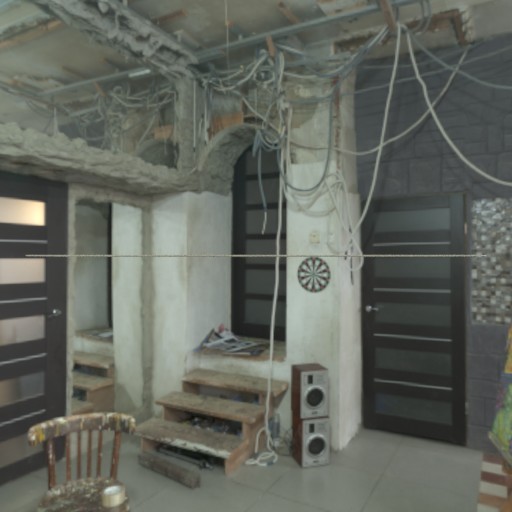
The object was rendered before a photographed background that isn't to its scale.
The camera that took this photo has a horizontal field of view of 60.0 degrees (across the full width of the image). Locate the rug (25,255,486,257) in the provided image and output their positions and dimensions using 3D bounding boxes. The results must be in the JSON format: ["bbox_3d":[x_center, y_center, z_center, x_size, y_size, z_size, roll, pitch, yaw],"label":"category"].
[{"bbox_3d":[0.000,0.000,2.719,2.431,0.006,0.806,0,0,0],"label":"rug"}]
